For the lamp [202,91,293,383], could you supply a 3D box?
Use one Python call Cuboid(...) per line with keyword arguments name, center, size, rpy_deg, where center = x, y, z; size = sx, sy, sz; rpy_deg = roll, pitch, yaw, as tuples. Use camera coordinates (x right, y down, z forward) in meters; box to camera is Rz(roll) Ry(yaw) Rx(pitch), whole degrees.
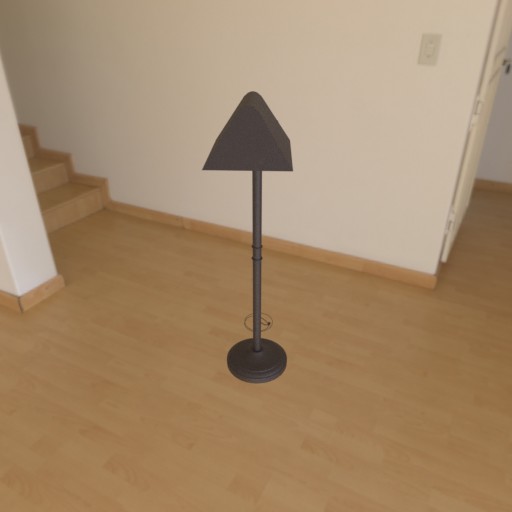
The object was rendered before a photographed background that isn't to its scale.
Cuboid(name="lamp", center=(0.000, 0.000, 0.954), size=(0.159, 0.708, 0.545), rpy_deg=(1, 29, 2))
